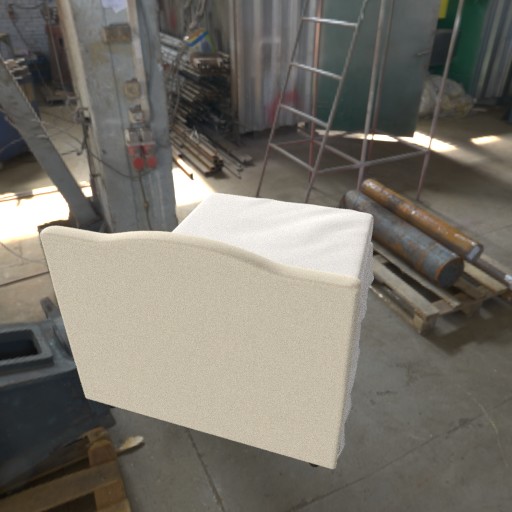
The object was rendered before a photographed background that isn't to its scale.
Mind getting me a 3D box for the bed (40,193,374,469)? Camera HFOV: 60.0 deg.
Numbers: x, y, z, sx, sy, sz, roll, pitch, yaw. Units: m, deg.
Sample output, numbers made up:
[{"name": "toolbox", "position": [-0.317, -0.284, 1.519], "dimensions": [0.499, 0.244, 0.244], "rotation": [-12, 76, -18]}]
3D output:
[{"name": "bed", "position": [0.000, 0.000, 3.319], "dimensions": [1.741, 1.449, 2.196], "rotation": [10, 33, 15]}]
